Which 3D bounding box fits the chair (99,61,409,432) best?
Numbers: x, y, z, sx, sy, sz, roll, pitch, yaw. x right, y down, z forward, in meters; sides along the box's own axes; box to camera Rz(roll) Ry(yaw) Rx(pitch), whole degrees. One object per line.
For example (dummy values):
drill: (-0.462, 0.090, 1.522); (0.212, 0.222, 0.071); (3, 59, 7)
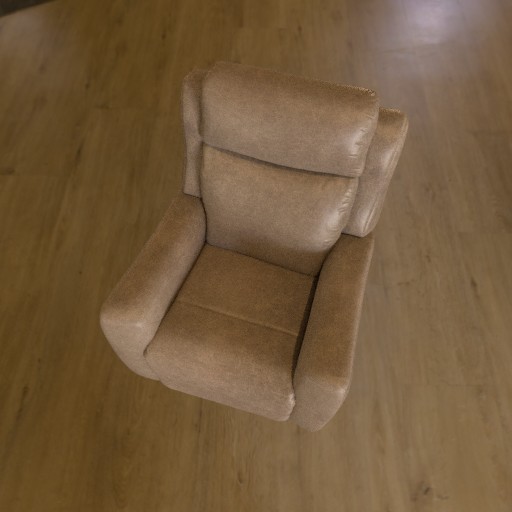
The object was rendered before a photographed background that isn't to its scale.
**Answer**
chair: (0.000, 0.000, 1.859); (0.965, 1.116, 1.068); (15, 61, 9)
